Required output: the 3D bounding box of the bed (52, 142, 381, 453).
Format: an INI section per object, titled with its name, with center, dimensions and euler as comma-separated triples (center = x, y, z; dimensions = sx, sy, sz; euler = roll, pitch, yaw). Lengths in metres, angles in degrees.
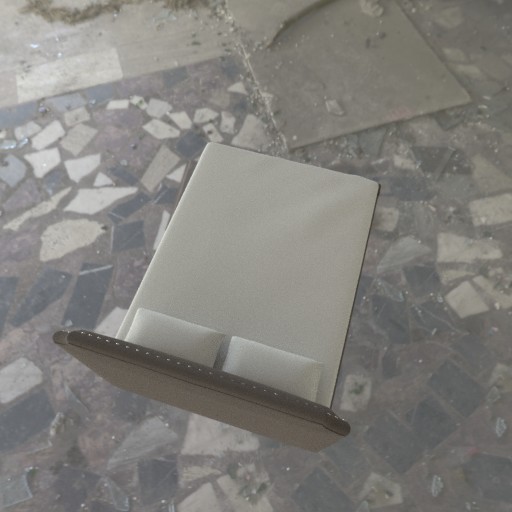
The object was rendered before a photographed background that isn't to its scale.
[bed]
center = 0.000, 0.000, 3.417
dimensions = 1.713, 1.443, 2.372
euler = 15, 63, 8
